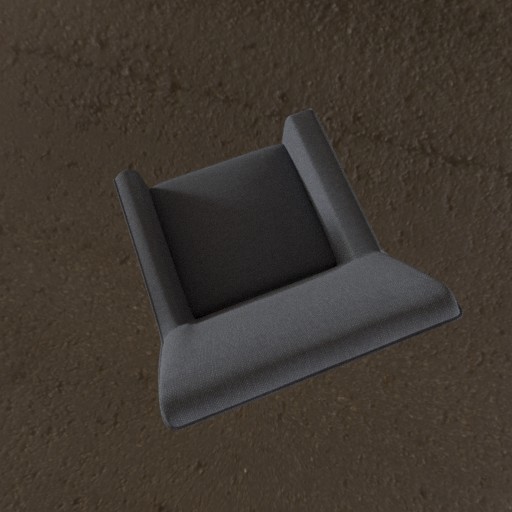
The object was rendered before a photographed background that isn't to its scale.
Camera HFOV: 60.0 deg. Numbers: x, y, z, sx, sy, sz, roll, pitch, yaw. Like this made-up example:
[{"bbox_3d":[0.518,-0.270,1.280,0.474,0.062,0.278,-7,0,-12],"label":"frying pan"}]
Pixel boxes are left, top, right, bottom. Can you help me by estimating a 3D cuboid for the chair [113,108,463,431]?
[{"bbox_3d":[0.000,0.000,1.581,0.780,0.919,0.899,-20,74,-6],"label":"chair"}]
